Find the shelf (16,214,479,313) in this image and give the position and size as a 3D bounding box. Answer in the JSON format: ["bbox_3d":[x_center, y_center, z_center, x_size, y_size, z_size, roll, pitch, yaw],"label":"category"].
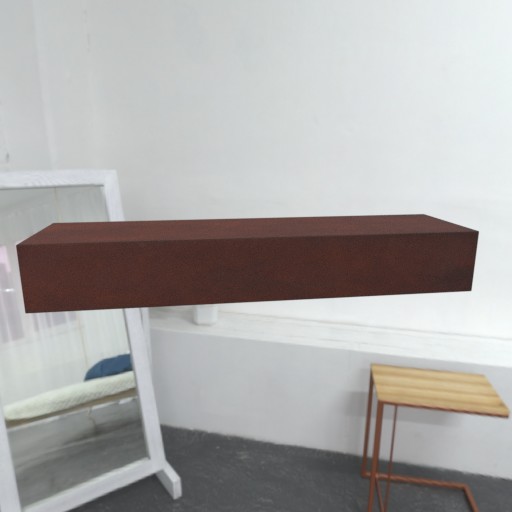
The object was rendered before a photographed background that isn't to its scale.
[{"bbox_3d":[0.000,0.000,0.660,0.607,0.088,0.152,-2,15,-8],"label":"shelf"}]
